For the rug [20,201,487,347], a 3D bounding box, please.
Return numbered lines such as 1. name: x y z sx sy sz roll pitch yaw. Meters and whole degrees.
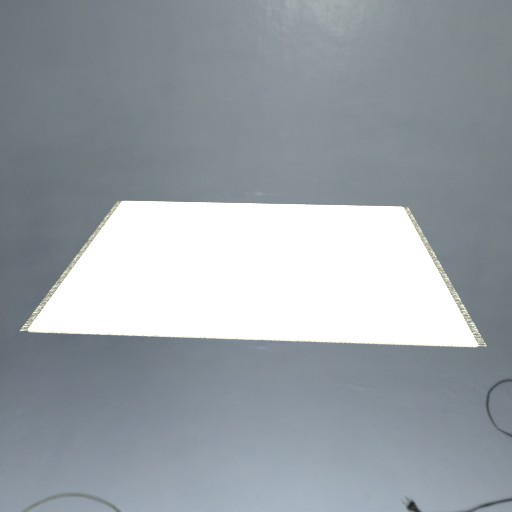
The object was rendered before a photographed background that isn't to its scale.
1. rug: 0.000 0.000 2.758 2.233 0.011 1.514 1 32 2
